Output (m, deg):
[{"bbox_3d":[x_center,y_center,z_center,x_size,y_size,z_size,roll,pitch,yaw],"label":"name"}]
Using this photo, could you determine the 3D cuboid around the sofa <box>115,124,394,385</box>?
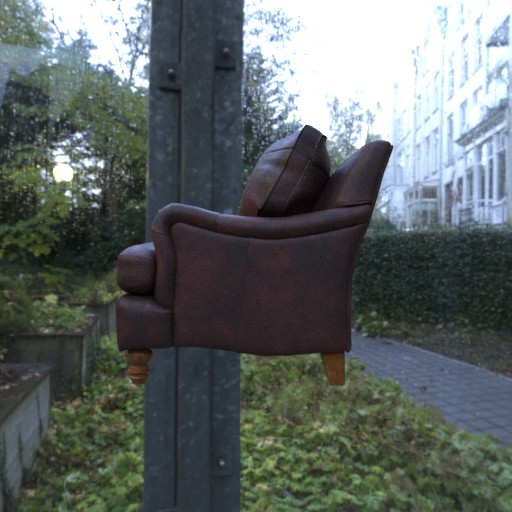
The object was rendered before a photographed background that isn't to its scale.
[{"bbox_3d":[0.000,0.000,2.806,1.147,1.071,2.144,0,-1,0],"label":"sofa"}]
